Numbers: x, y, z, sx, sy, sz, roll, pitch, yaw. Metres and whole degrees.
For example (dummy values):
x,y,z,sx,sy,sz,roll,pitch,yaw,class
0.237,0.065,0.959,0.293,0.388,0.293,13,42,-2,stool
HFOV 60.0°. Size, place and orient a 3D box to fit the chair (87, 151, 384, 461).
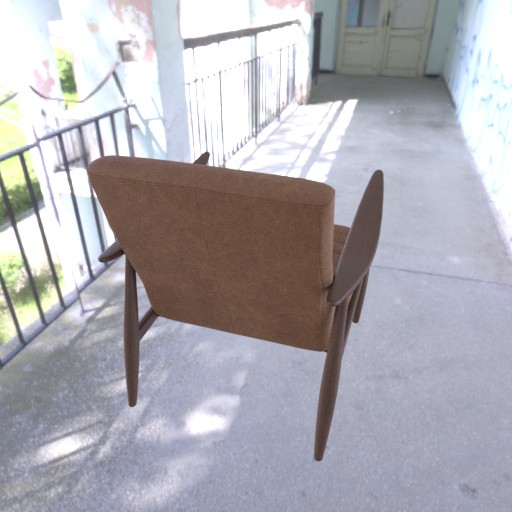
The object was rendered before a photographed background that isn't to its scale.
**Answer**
x,y,z,sx,sy,sz,roll,pitch,yaw,class
0.000,0.000,1.432,0.741,0.832,0.798,10,32,15,chair
